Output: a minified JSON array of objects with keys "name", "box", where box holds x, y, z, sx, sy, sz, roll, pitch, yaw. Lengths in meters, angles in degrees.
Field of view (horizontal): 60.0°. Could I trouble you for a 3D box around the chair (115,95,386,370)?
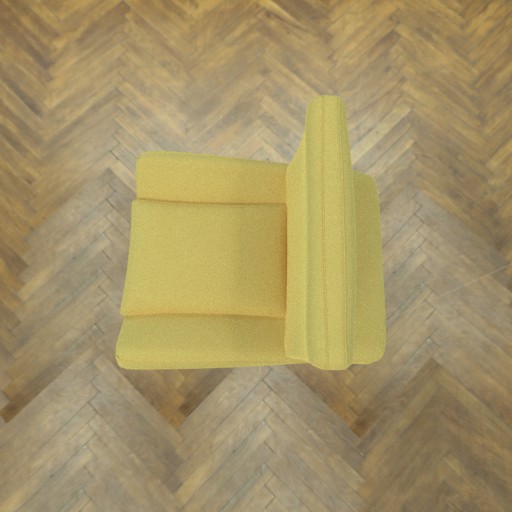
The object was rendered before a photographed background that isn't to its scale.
[{"name":"chair","box":[0.000,0.000,1.684,1.008,0.855,0.859,1,74,0]}]
